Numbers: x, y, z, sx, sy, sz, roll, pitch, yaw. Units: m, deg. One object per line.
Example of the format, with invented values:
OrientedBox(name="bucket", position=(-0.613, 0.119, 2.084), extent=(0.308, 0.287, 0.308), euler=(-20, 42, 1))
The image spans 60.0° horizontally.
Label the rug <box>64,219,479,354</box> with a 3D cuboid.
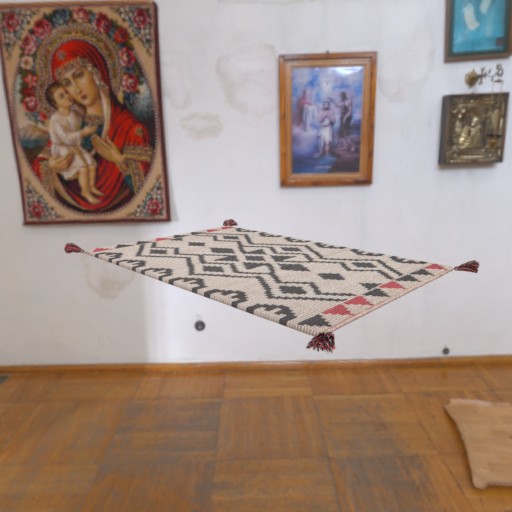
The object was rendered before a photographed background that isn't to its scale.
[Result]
OrientedBox(name="rug", position=(0.000, 0.000, 2.600), extent=(2.069, 0.067, 1.444), euler=(13, 19, 43))
